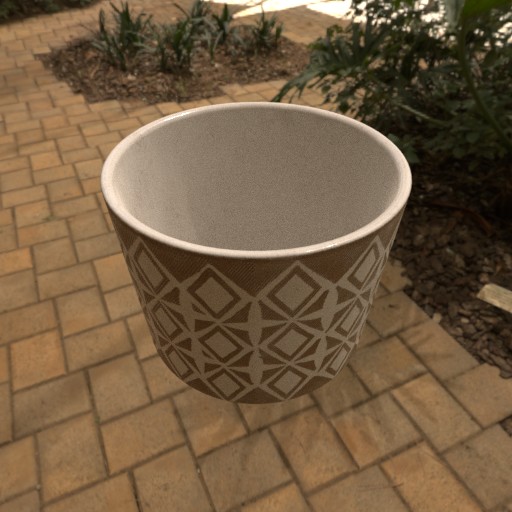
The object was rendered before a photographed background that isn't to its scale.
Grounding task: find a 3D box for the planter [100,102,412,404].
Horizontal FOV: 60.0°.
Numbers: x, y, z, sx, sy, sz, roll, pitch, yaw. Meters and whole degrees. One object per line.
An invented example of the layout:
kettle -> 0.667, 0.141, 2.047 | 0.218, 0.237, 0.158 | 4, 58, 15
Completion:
planter -> 0.000, 0.000, 0.453 | 0.260, 0.220, 0.260 | 0, 40, 0
